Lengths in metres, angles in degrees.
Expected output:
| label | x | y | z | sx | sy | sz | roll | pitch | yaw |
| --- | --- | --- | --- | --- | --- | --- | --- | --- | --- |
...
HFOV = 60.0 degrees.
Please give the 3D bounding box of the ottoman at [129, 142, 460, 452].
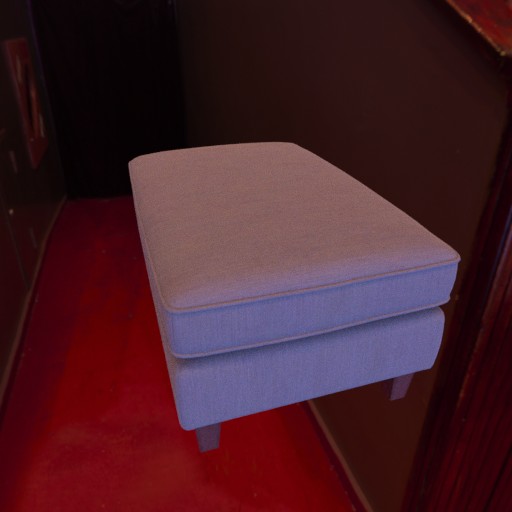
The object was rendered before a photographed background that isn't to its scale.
| label | x | y | z | sx | sy | sz | roll | pitch | yaw |
| --- | --- | --- | --- | --- | --- | --- | --- | --- | --- |
| ottoman | 0.000 | 0.000 | 1.300 | 0.636 | 0.480 | 0.941 | -9 | 30 | -16 |
